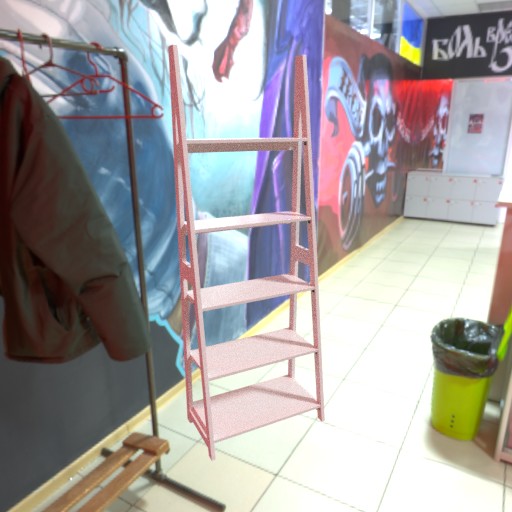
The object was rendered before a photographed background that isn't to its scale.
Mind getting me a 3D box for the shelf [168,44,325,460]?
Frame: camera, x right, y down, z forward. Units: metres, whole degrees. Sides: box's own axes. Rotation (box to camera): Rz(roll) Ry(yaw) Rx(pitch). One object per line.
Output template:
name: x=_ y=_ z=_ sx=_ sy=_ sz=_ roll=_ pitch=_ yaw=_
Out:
shelf: x=0.000 y=0.000 z=2.056 sx=0.636 sy=1.779 sz=0.341 roll=-8 pitch=19 yaw=-26
